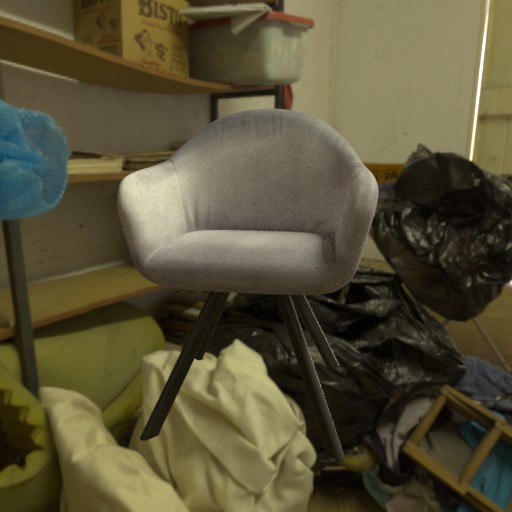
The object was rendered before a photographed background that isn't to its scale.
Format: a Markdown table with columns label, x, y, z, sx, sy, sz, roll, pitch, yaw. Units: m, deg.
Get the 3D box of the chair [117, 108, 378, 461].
| label | x | y | z | sx | sy | sz | roll | pitch | yaw |
| --- | --- | --- | --- | --- | --- | --- | --- | --- | --- |
| chair | 0.000 | 0.000 | 1.174 | 0.570 | 0.780 | 0.540 | 2 | 14 | 8 |
